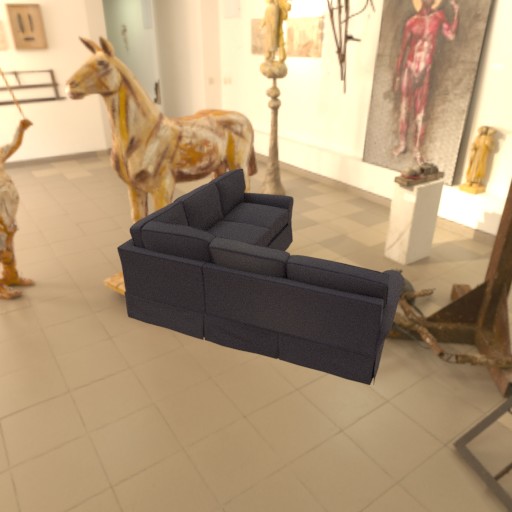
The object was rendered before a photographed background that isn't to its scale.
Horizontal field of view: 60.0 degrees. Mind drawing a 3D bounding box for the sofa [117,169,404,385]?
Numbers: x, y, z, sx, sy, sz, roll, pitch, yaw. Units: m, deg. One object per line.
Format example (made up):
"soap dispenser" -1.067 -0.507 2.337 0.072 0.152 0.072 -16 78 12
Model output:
"sofa" 0.000 0.000 5.160 2.874 1.169 3.773 -18 32 -31
